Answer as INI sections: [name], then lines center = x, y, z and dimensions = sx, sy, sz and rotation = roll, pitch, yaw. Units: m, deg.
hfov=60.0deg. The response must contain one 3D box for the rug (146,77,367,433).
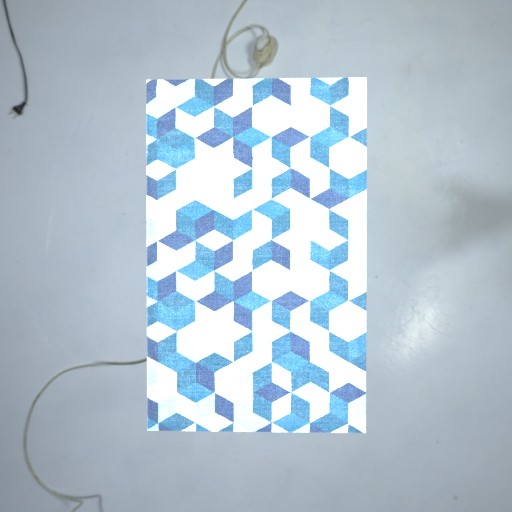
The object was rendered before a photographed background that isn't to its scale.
[rug]
center = 0.000, 0.000, 3.062
dimensions = 1.518, 0.015, 2.438
rotation = 0, 91, 2
